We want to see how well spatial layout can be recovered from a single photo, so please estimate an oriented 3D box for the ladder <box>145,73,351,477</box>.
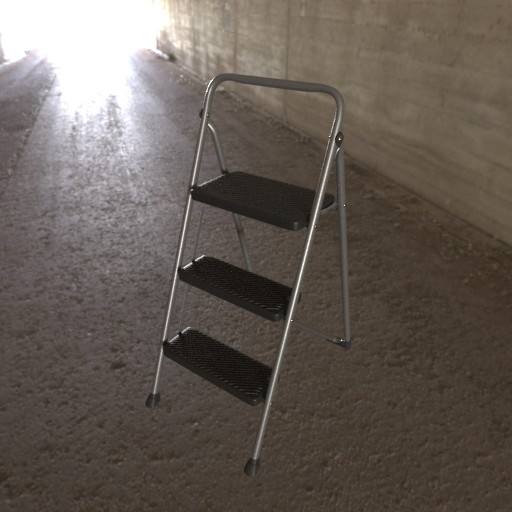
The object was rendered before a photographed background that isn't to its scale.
[{"bbox_3d":[0.000,0.000,1.279,0.430,0.945,0.629,20,36,30],"label":"ladder"}]
